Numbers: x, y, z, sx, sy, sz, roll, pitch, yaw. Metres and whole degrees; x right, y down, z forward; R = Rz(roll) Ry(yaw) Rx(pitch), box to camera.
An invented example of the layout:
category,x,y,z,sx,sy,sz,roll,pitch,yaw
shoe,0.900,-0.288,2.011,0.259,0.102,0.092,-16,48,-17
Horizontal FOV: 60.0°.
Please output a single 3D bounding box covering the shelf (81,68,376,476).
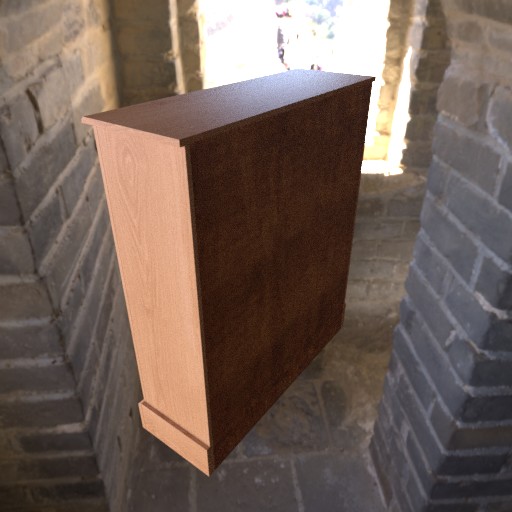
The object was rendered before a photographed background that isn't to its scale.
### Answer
category,x,y,z,sx,sy,sz,roll,pitch,yaw
shelf,0.000,0.000,1.390,0.291,0.980,0.840,21,37,31
